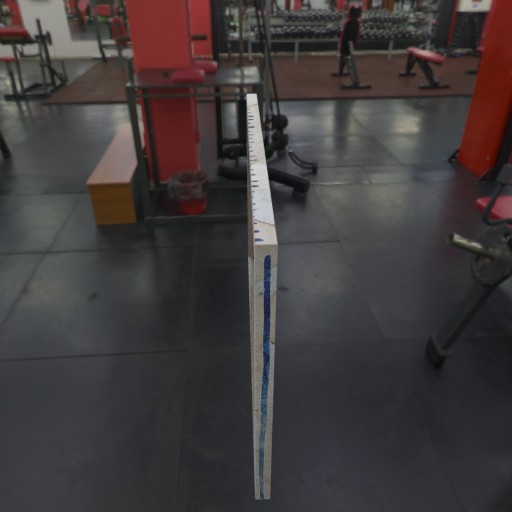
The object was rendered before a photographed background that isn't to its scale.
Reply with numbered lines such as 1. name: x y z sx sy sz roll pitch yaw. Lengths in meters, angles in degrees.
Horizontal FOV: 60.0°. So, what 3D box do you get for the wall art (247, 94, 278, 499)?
1. wall art: 0.000 0.000 1.420 0.038 0.757 1.143 -1 32 -1
